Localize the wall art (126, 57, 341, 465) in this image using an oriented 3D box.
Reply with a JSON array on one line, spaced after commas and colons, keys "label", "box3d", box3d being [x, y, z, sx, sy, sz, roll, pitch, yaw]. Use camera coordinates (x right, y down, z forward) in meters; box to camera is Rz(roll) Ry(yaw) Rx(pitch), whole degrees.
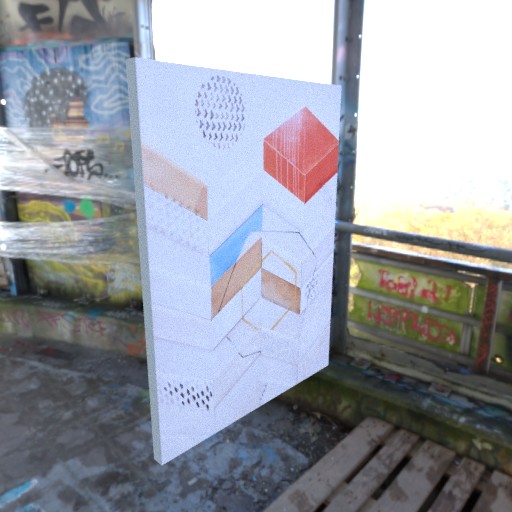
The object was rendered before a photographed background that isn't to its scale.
[{"label": "wall art", "box3d": [0.000, 0.000, 1.602, 0.046, 1.221, 0.914, 14, 21, 43]}]
